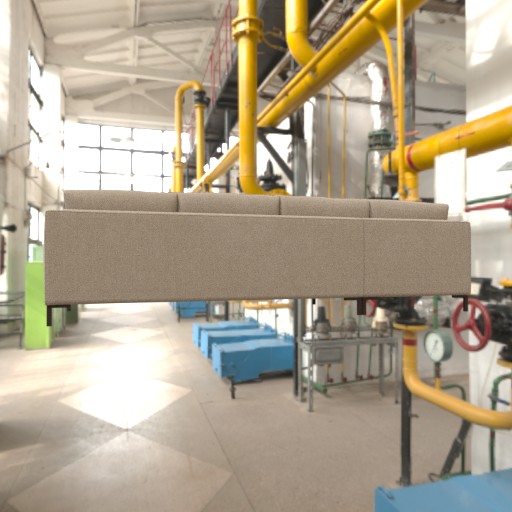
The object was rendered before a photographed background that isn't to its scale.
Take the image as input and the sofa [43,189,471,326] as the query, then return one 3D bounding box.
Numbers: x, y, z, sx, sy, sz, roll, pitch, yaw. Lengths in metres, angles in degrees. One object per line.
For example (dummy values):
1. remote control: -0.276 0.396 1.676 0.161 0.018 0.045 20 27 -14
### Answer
1. sofa: 0.000 0.000 3.550 2.923 0.816 1.469 0 -1 -15
